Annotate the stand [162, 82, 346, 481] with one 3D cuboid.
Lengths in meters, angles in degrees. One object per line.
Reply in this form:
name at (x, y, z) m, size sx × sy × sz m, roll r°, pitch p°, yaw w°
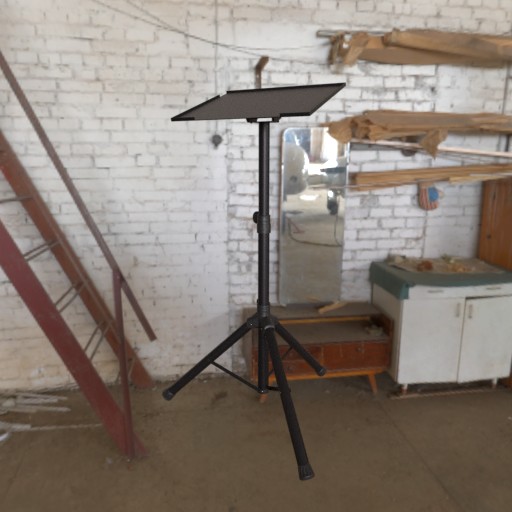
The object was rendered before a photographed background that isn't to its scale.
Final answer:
stand at (0.000, 0.000, 1.633) m, size 0.702 × 1.198 × 0.702 m, roll 6°, pitch 14°, yaw 25°
